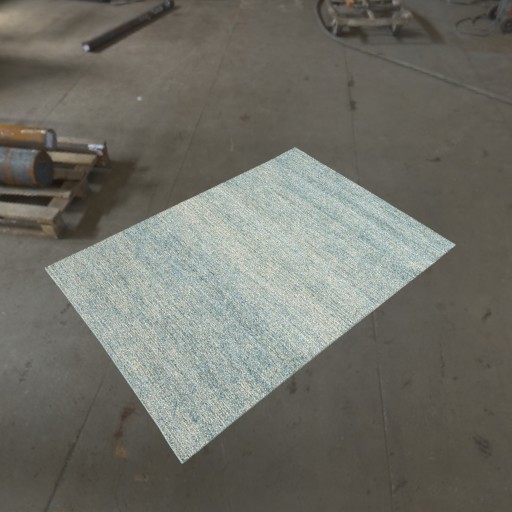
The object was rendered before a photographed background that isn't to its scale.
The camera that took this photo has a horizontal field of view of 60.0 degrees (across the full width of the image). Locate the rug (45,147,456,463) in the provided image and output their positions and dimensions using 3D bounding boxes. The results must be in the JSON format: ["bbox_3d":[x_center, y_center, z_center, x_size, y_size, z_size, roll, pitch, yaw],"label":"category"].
[{"bbox_3d":[0.000,0.000,2.972,2.260,0.026,1.611,-31,53,-27],"label":"rug"}]
